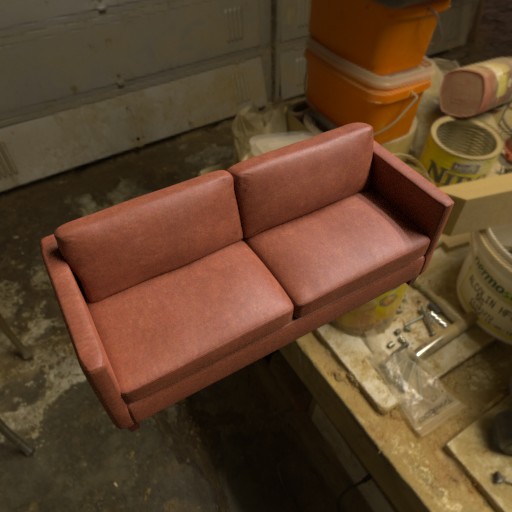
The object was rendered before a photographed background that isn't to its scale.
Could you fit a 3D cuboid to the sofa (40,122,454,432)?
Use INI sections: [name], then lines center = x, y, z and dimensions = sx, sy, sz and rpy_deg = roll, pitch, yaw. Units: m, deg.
[sofa]
center = 0.000, 0.000, 2.697
dimensions = 2.204, 0.932, 0.950
rpy_deg = -23, 52, -20
